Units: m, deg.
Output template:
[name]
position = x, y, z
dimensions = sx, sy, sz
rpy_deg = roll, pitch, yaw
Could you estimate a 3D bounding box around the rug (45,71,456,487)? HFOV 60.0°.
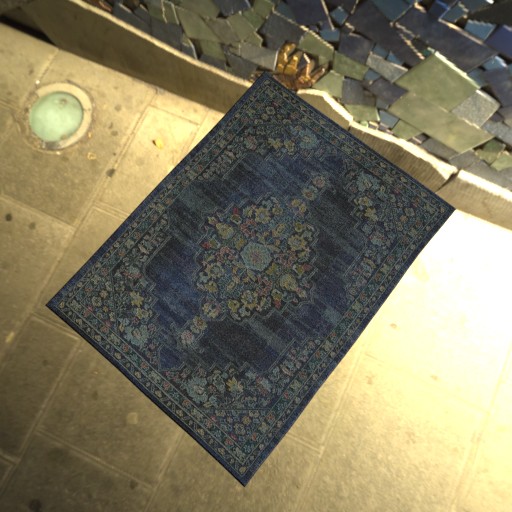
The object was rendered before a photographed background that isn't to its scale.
[rug]
position = 0.000, 0.000, 4.713
dimensions = 2.716, 0.035, 3.612
rpy_deg = 39, 80, 9
